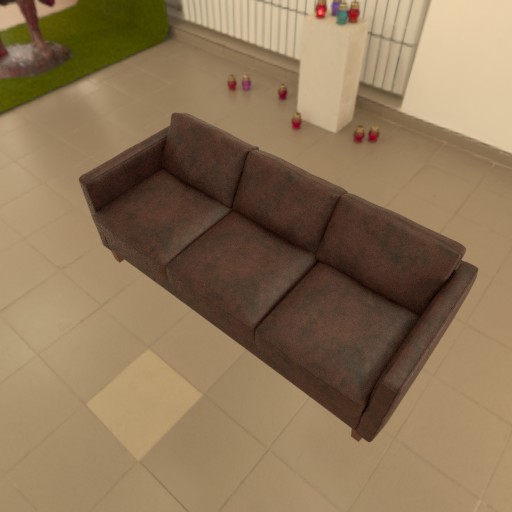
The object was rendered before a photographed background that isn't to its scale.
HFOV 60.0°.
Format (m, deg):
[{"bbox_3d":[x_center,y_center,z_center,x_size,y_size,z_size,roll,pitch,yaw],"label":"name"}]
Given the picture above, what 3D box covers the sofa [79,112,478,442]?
[{"bbox_3d":[0.000,0.000,2.985,2.464,1.006,1.045,32,55,25],"label":"sofa"}]
